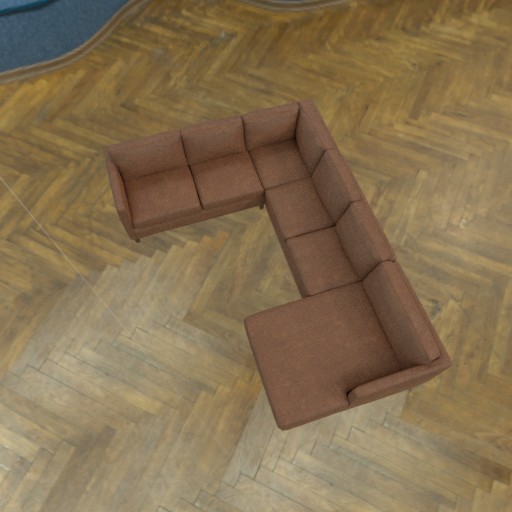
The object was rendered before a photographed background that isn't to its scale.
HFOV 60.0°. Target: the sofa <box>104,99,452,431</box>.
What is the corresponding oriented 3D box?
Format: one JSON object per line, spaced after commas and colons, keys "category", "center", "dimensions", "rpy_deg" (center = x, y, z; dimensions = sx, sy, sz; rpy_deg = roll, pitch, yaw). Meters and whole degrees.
{"category": "sofa", "center": [0.000, 0.000, 4.708], "dimensions": [2.593, 0.923, 3.460], "rpy_deg": [-16, 64, -8]}
